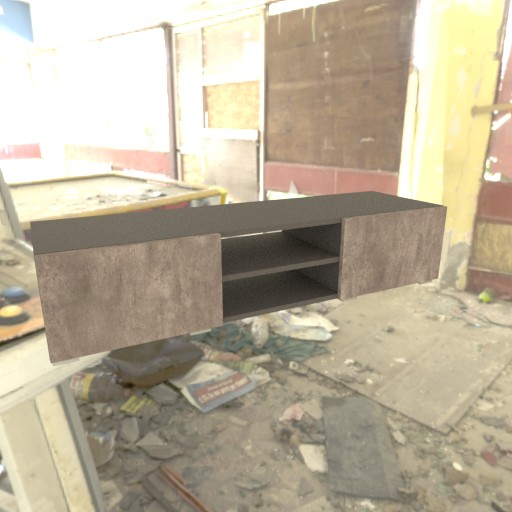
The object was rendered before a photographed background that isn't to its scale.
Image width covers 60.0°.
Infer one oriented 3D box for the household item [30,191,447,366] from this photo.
[{"bbox_3d":[0.000,0.000,1.581,1.400,0.310,0.420,-9,19,-26],"label":"household item"}]
